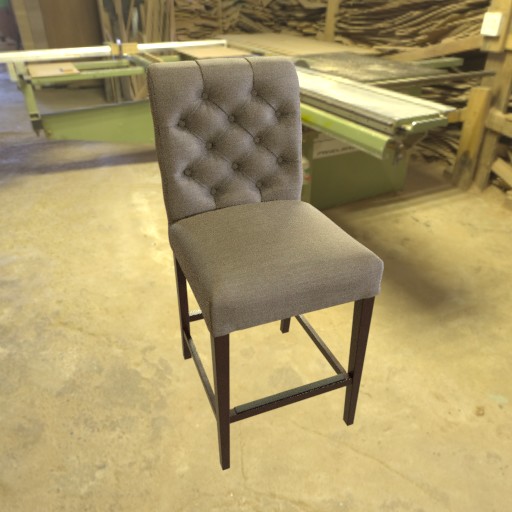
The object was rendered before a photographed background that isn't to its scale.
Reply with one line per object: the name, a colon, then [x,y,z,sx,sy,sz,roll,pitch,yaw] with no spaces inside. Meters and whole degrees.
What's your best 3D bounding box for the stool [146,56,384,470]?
stool: [0.000,0.000,1.400,0.486,1.084,0.660,-11,33,-18]
